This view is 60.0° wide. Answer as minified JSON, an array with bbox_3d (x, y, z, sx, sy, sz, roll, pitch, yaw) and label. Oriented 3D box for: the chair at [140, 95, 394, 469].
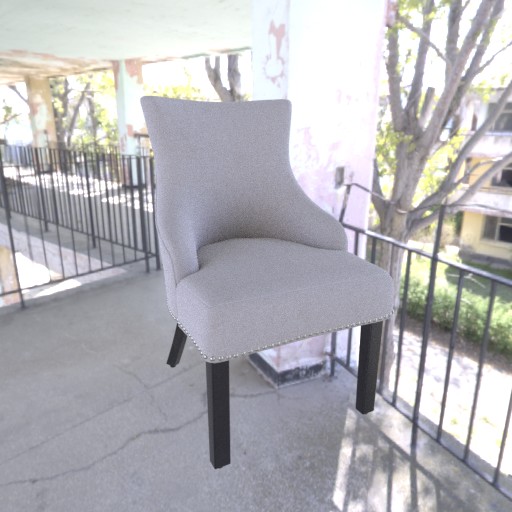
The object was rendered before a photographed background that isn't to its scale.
[{"bbox_3d":[0.000,0.000,1.316,0.566,0.909,0.629,-8,19,-26],"label":"chair"}]
